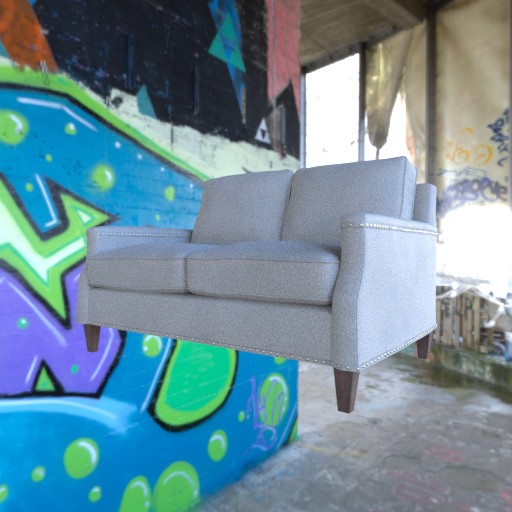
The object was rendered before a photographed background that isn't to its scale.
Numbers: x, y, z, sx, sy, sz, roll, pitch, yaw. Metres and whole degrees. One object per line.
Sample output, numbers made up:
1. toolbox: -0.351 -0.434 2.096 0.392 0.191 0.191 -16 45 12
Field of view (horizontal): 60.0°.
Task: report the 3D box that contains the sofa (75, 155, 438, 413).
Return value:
1. sofa: 0.000 0.000 2.276 1.597 1.003 1.084 1 1 36
